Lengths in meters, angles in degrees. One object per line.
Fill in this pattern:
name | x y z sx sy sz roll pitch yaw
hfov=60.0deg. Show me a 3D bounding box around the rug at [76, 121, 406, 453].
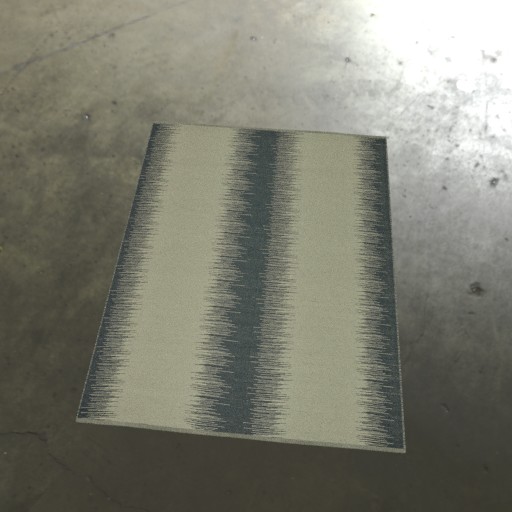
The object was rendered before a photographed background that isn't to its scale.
rug | 0.000 0.000 3.959 2.453 0.004 3.037 4 63 2
